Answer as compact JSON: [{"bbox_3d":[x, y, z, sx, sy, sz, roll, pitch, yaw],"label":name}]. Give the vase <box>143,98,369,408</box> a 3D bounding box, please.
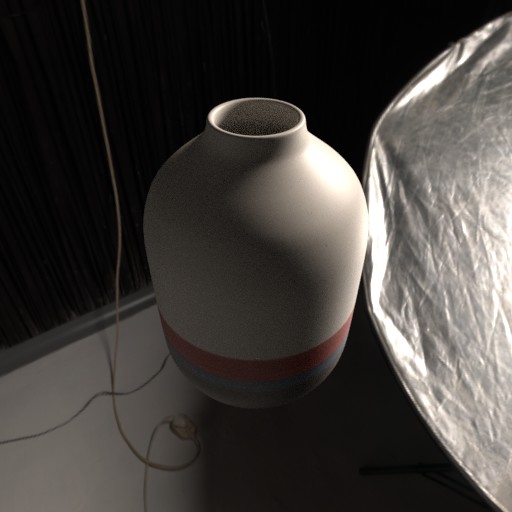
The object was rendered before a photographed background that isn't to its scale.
[{"bbox_3d":[0.000,0.000,0.362,0.169,0.237,0.169,0,40,0],"label":"vase"}]
